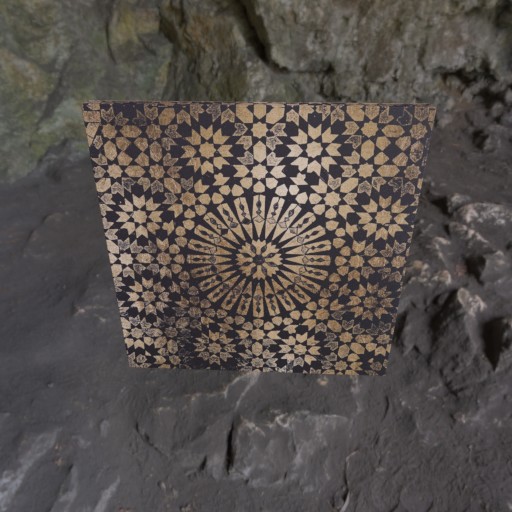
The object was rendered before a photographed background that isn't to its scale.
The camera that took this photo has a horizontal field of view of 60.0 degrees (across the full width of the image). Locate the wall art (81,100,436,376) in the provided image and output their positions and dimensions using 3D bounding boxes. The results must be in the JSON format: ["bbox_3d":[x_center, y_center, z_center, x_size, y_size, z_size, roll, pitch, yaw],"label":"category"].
[{"bbox_3d":[0.000,0.000,0.924,0.612,0.612,0.038,1,29,2],"label":"wall art"}]
